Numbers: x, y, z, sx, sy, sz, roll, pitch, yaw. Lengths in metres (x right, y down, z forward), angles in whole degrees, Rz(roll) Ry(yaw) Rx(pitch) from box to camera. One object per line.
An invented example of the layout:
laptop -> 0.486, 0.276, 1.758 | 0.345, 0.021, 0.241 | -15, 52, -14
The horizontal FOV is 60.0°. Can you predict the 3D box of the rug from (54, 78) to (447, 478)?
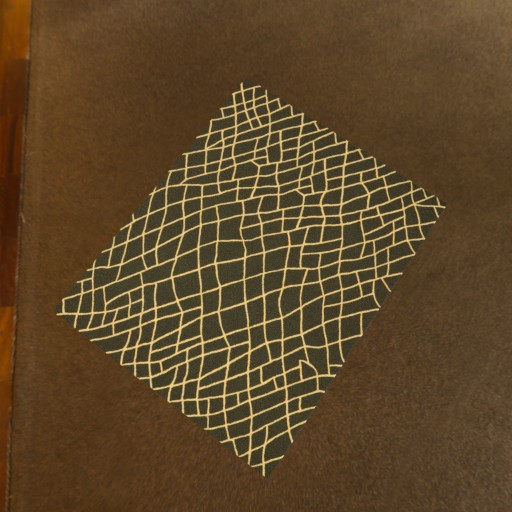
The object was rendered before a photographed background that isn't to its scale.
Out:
rug -> 0.000, 0.000, 4.215 | 2.439, 0.022, 3.047 | 35, 79, 8
